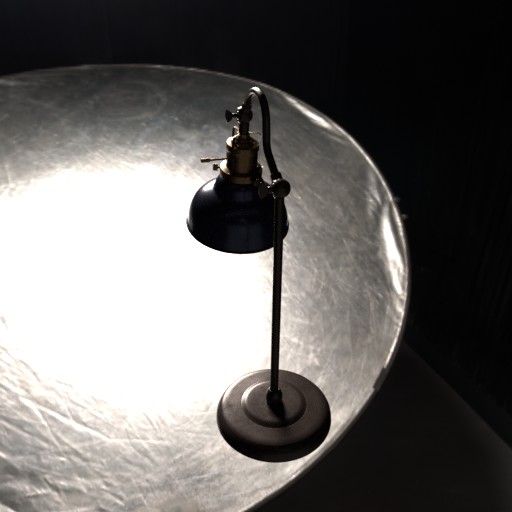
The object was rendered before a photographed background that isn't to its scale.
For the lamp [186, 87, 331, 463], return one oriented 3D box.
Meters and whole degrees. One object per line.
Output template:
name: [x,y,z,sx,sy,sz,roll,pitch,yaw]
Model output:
lamp: [0.000,0.000,0.710,0.192,0.508,0.374,-9,28,-17]
